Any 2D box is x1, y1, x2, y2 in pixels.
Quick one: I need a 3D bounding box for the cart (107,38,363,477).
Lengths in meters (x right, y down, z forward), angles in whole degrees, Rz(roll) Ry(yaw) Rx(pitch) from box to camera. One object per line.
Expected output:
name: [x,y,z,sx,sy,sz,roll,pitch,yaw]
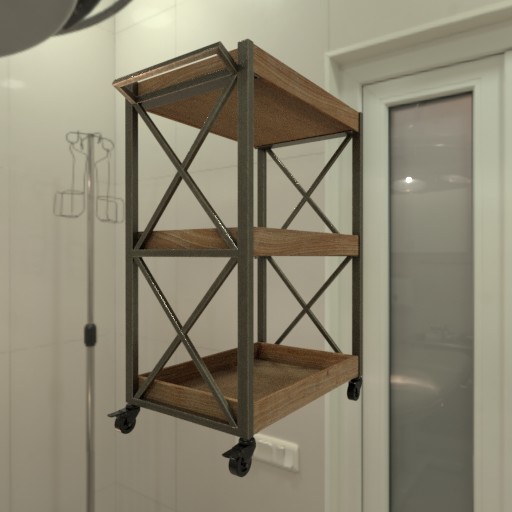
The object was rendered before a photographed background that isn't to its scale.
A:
cart: [0.000,0.000,1.182,0.377,0.835,0.673,0,0,36]
